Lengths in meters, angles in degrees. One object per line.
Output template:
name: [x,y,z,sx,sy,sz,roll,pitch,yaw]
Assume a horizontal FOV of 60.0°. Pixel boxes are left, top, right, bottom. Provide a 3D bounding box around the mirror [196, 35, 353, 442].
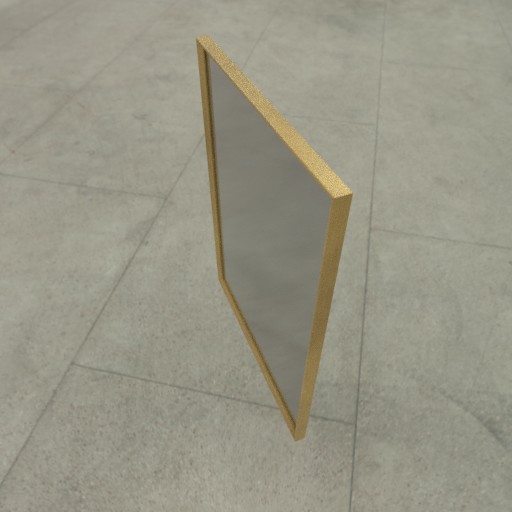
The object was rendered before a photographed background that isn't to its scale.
mirror: [0.000,0.000,1.340,0.041,1.016,0.762,-17,48,-16]
